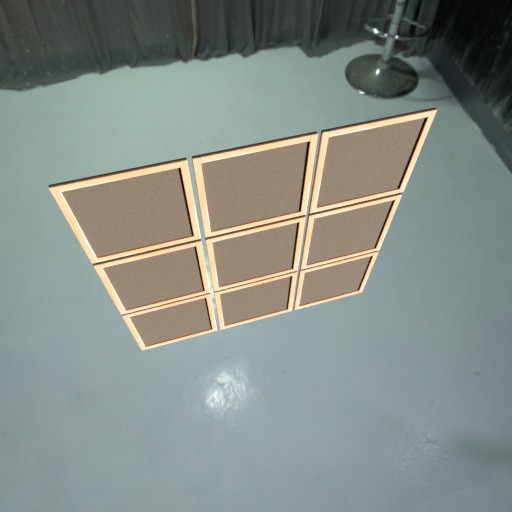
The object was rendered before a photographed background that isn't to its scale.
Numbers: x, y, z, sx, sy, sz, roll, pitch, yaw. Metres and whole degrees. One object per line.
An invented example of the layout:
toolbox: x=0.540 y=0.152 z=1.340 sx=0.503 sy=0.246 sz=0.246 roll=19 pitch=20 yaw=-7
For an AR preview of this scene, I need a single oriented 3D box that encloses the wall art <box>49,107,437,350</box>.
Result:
wall art: x=0.000 y=0.000 z=1.849 sx=1.216 sy=1.218 sz=0.013 roll=-14 pitch=58 yaw=-9
